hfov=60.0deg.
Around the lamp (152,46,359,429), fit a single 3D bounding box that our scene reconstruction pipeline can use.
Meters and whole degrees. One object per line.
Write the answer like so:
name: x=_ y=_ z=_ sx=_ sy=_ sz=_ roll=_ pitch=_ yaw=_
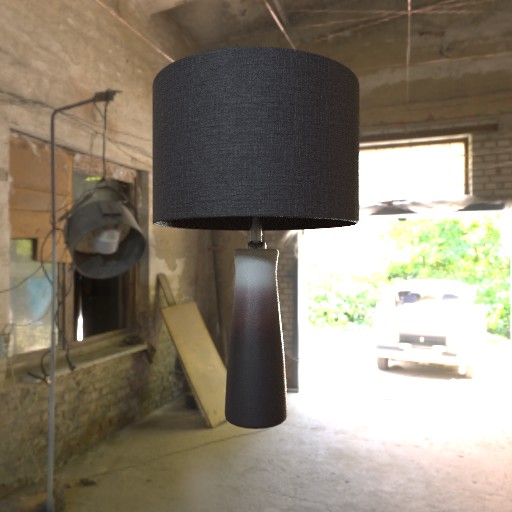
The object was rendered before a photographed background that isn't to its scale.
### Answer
lamp: x=0.000 y=0.000 z=0.667 sx=0.303 sy=0.488 sz=0.303 roll=0 pitch=0 yaw=0
